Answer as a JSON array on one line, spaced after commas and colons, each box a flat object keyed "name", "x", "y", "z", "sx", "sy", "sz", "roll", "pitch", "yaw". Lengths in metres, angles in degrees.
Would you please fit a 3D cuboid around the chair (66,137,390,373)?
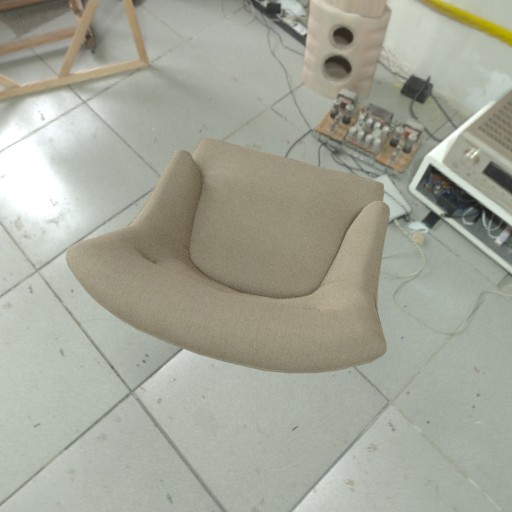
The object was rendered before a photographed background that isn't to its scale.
[{"name": "chair", "x": 0.000, "y": 0.000, "z": 1.578, "sx": 0.864, "sy": 0.856, "sz": 0.923, "roll": 16, "pitch": 65, "yaw": 8}]
